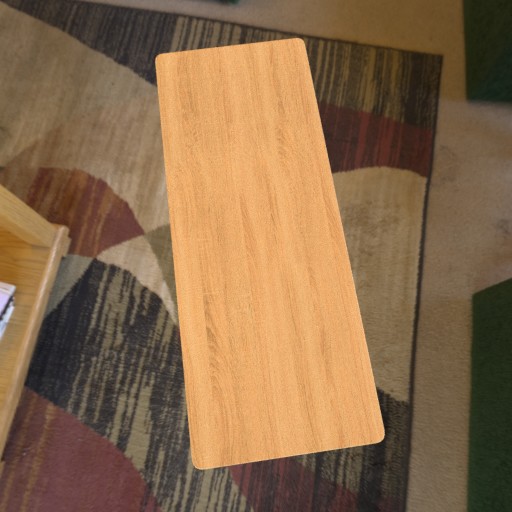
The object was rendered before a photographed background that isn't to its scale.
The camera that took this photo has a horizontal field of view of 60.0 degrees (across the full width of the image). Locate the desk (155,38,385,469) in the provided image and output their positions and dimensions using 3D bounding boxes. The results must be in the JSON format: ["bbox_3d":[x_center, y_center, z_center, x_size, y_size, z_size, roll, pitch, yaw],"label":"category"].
[{"bbox_3d":[0.000,0.000,1.799,0.550,0.760,1.400,-8,74,-2],"label":"desk"}]
